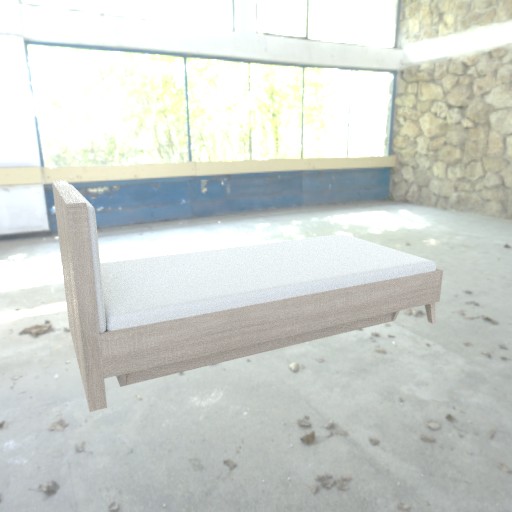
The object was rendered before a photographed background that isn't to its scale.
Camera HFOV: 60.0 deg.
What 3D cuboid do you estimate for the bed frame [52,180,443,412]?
[{"bbox_3d":[0.000,0.000,2.720,2.140,0.920,0.990,-8,17,-26],"label":"bed frame"}]
